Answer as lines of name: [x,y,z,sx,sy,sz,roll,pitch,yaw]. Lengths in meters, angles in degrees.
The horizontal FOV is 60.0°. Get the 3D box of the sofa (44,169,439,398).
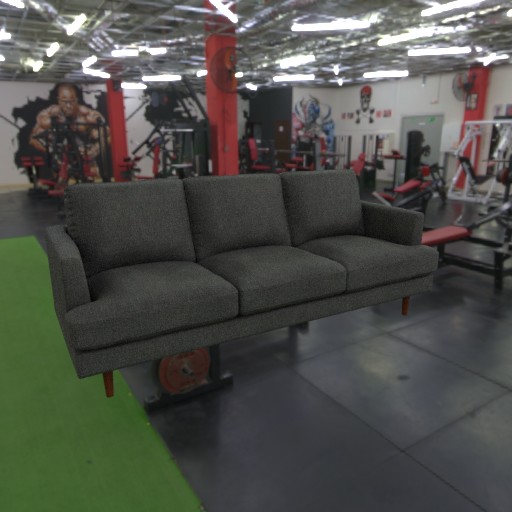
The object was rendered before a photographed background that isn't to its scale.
sofa: [0.000,0.000,2.682,2.246,0.930,0.903,-9,18,-28]
